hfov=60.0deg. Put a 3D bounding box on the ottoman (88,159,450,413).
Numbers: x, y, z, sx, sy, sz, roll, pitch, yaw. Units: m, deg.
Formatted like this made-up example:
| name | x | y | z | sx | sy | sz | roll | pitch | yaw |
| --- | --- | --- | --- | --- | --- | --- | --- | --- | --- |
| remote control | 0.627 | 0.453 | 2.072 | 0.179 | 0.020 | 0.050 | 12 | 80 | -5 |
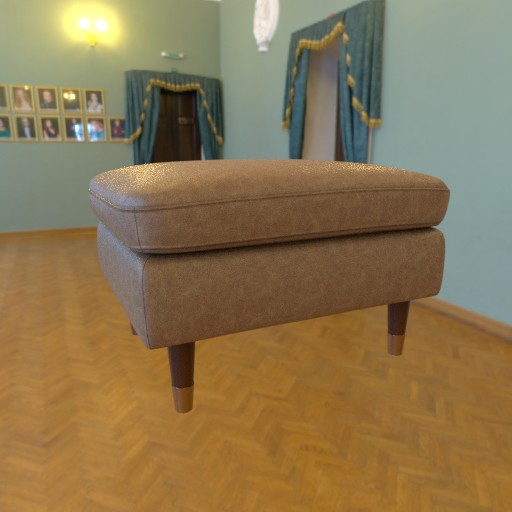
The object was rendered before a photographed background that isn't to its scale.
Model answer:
| name | x | y | z | sx | sy | sz | roll | pitch | yaw |
| --- | --- | --- | --- | --- | --- | --- | --- | --- | --- |
| ottoman | 0.000 | 0.000 | 1.119 | 0.747 | 0.478 | 0.593 | -7 | 15 | -26 |
